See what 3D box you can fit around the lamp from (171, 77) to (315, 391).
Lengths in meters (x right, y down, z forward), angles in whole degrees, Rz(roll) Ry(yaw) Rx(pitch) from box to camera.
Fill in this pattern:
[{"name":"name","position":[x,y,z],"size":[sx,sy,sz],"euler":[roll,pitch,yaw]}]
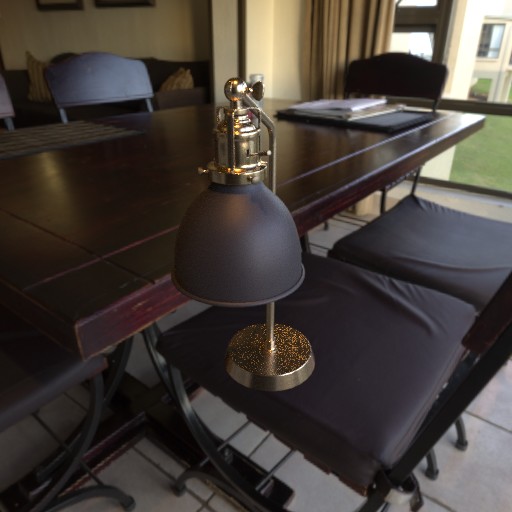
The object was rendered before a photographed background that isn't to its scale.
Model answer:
[{"name":"lamp","position":[0.000,0.000,0.594],"size":[0.160,0.456,0.291],"euler":[9,28,17]}]
